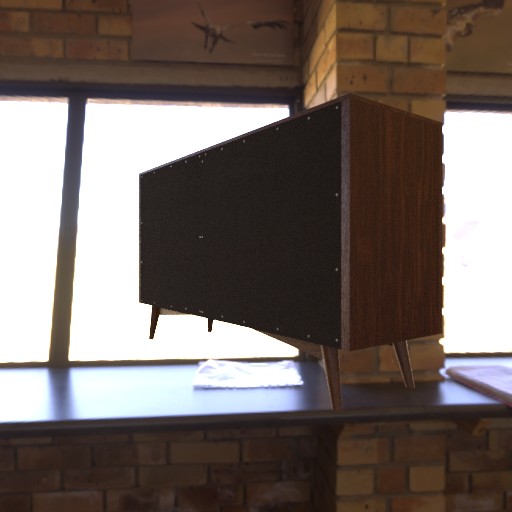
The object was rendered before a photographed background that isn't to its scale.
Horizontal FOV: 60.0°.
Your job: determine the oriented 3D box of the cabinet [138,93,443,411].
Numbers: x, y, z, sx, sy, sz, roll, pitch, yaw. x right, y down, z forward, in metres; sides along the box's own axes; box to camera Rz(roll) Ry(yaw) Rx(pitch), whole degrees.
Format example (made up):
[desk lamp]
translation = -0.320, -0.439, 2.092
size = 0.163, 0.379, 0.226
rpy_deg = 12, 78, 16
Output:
[cabinet]
translation = 0.000, 0.000, 2.051
size = 0.505, 0.940, 1.575
rpy_deg = 0, 0, -37
